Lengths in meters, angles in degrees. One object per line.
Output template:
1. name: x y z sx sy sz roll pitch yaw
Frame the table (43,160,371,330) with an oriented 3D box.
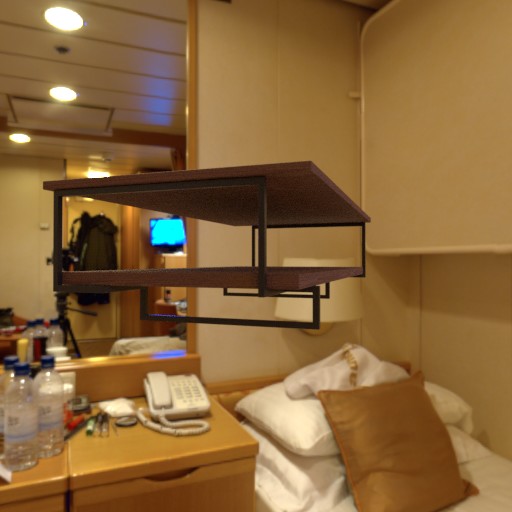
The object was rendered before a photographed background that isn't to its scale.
1. table: 0.000 0.000 1.508 0.651 0.347 1.197 0 -1 20
